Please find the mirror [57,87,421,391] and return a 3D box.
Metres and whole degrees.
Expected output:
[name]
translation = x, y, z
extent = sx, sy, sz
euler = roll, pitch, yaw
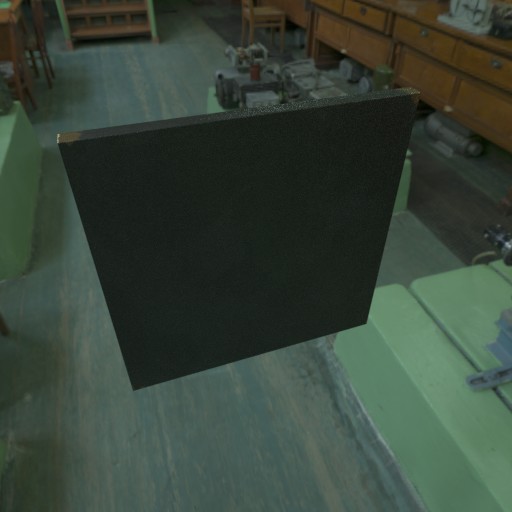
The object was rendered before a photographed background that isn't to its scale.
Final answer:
[mirror]
translation = 0.000, 0.000, 0.570
extent = 0.382, 0.381, 0.020
euler = -13, 41, -15
